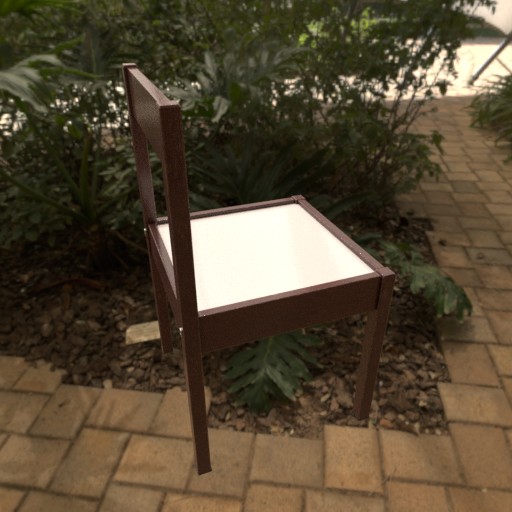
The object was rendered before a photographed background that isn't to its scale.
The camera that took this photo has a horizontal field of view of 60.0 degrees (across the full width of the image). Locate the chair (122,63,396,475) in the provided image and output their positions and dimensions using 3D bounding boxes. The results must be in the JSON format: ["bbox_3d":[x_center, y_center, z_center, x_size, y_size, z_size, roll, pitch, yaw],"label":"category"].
[{"bbox_3d":[0.000,0.000,0.655,0.285,0.505,0.285,-11,32,-18],"label":"chair"}]
